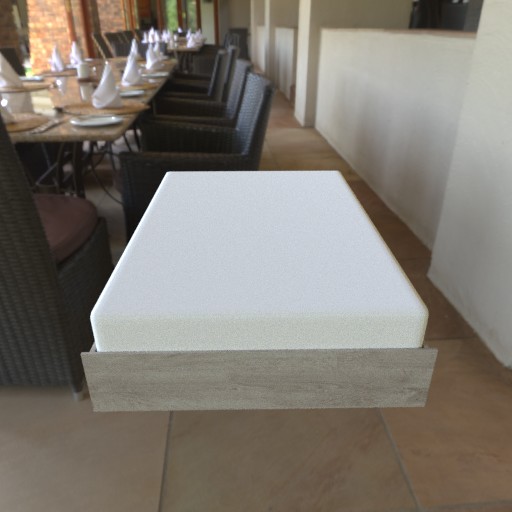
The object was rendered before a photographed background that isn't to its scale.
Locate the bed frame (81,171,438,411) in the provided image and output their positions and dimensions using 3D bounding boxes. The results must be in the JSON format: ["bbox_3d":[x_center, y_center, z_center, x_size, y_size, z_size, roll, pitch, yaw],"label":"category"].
[{"bbox_3d":[0.000,0.000,2.684,1.445,0.497,1.945,-1,28,-1],"label":"bed frame"}]
